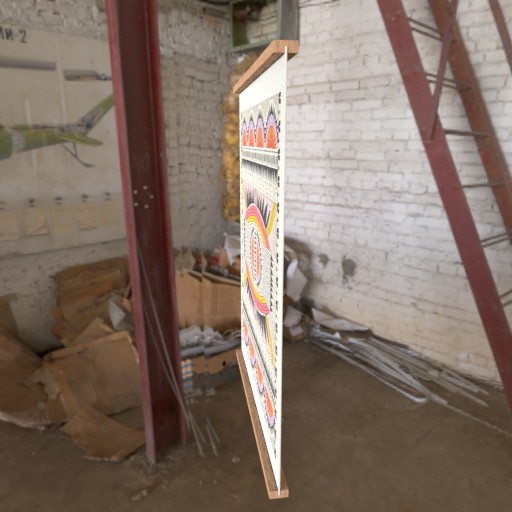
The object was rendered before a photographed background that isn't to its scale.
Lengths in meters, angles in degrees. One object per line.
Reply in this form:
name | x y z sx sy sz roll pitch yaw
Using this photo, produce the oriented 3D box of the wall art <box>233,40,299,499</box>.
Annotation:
wall art | 0.000 0.000 0.783 0.028 0.609 0.456 -2 15 -8
